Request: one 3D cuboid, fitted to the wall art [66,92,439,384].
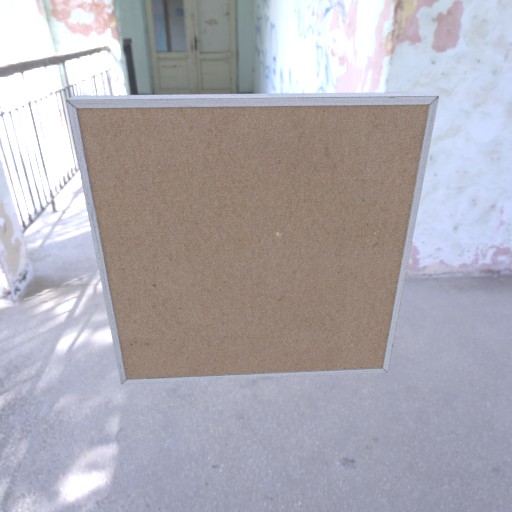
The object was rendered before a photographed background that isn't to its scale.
[{"bbox_3d":[0.000,0.000,0.739,0.508,0.508,0.038,-2,28,-3],"label":"wall art"}]
